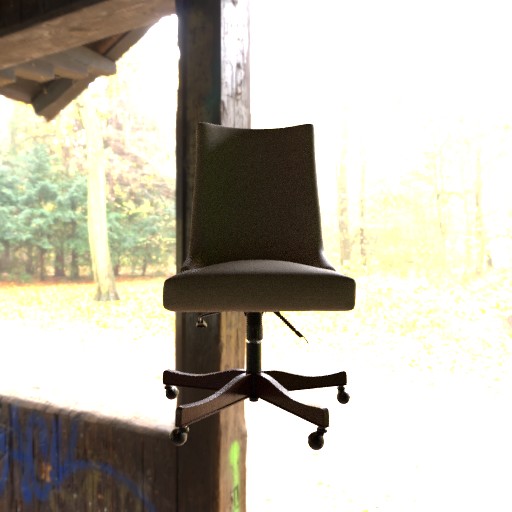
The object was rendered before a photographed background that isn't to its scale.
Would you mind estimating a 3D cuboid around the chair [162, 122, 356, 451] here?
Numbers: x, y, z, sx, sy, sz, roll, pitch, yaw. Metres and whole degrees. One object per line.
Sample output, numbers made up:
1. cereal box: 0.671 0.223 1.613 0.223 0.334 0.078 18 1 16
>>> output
1. chair: 0.000 0.000 1.478 0.645 1.010 0.696 0 1 -1
